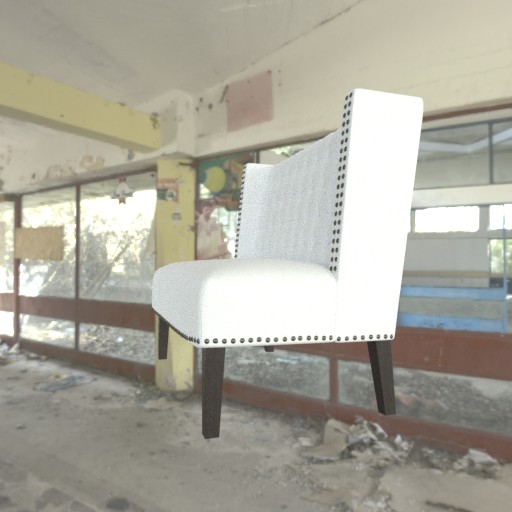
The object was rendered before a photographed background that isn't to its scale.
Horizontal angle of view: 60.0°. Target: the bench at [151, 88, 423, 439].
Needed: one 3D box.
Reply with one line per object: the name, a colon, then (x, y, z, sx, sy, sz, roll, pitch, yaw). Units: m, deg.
bench: (0.000, 0.000, 2.031, 0.847, 1.123, 1.280, 0, -1, -19)
